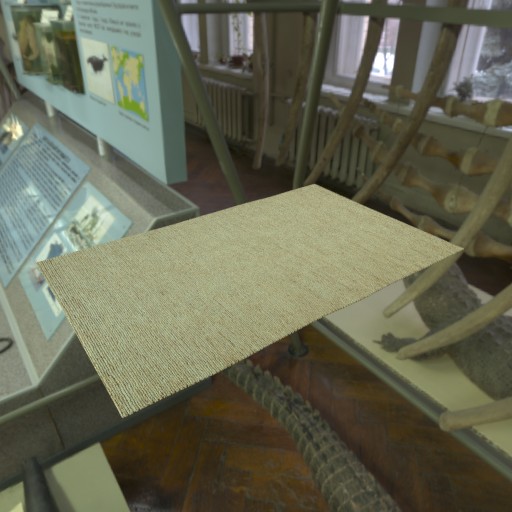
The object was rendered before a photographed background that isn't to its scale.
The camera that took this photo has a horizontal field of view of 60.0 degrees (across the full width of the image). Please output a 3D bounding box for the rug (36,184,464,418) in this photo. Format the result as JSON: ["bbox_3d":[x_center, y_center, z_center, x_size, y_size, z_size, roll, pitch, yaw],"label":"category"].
[{"bbox_3d":[0.000,0.000,2.969,2.439,0.011,1.533,-20,35,-30],"label":"rug"}]
